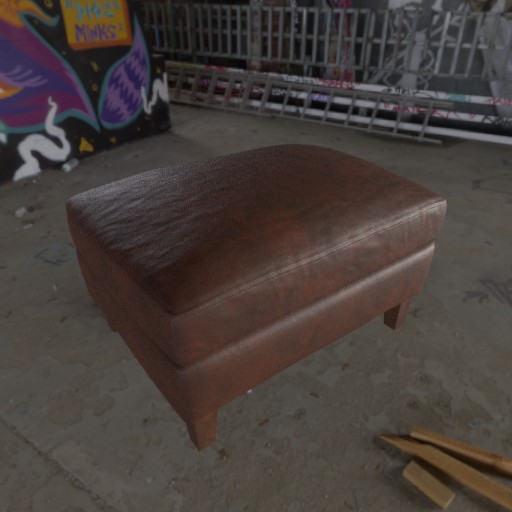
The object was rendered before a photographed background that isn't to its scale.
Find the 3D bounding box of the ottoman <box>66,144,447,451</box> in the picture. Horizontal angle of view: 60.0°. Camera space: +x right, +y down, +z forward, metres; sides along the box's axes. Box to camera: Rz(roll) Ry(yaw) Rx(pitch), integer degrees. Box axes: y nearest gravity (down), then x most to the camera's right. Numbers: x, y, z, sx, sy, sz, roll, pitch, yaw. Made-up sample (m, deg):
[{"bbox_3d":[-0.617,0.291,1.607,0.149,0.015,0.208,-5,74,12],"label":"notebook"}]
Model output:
[{"bbox_3d":[0.000,0.000,1.292,0.887,0.527,0.659,-21,37,-31],"label":"ottoman"}]
